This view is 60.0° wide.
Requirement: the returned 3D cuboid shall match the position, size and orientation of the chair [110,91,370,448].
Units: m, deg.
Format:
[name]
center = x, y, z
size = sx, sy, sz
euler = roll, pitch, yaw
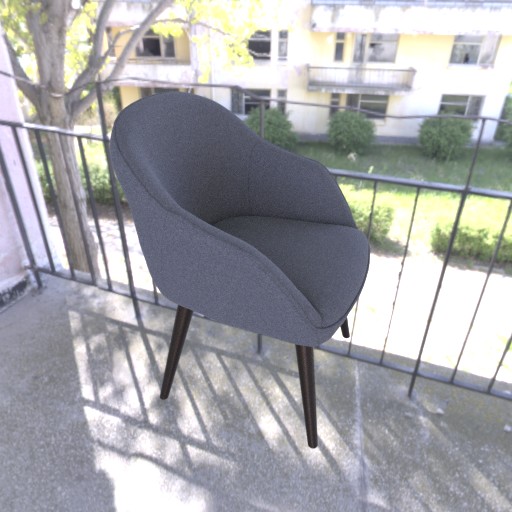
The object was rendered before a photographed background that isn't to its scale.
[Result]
[chair]
center = 0.000, 0.000, 1.237
size = 0.611, 0.810, 0.589
euler = 11, 33, 18
